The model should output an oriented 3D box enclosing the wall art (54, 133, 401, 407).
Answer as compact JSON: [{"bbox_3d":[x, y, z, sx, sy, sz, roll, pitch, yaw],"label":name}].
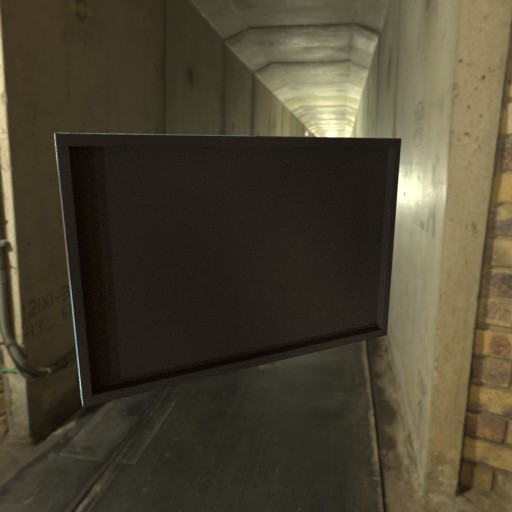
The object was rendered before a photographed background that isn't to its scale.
[{"bbox_3d":[0.000,0.000,0.779,0.609,0.406,0.033,-7,15,-26],"label":"wall art"}]
